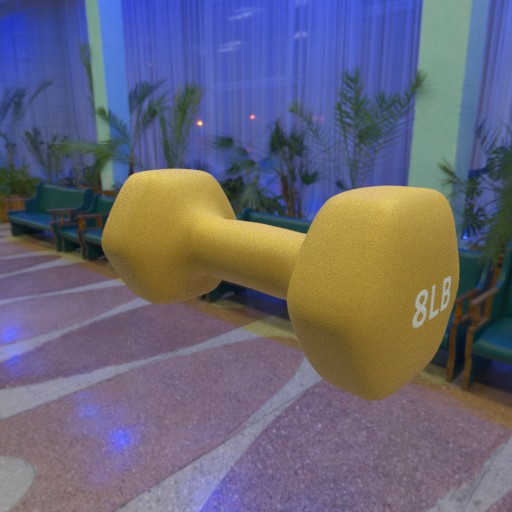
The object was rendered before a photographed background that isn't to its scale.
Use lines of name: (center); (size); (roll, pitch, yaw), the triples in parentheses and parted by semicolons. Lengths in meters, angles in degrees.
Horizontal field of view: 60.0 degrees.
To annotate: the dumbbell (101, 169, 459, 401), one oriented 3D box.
dumbbell: (0.000, 0.000, 0.232); (0.090, 0.082, 0.190); (-14, 21, -43)
